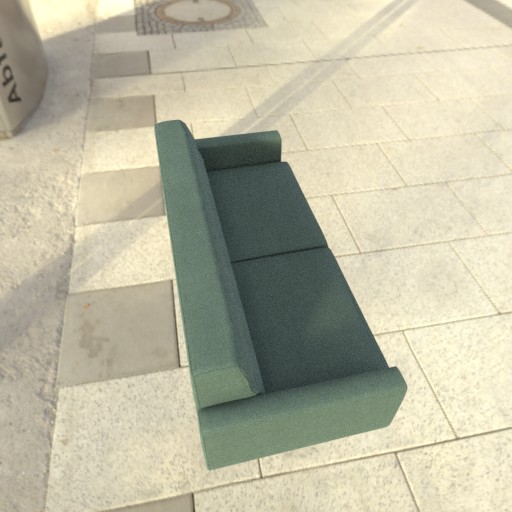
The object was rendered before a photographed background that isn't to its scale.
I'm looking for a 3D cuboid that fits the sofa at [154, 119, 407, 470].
[{"bbox_3d":[0.000,0.000,2.516,0.909,0.841,2.029,-10,47,-9],"label":"sofa"}]
